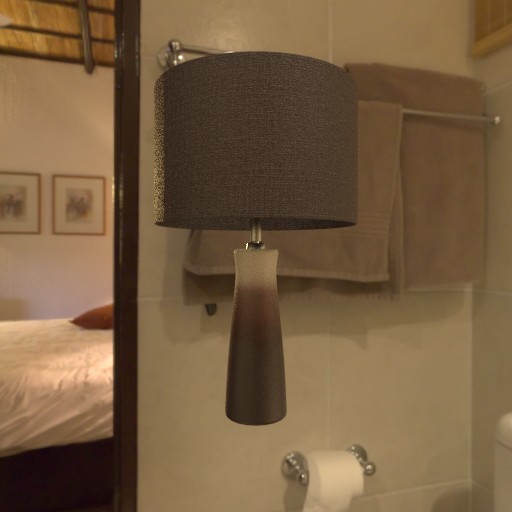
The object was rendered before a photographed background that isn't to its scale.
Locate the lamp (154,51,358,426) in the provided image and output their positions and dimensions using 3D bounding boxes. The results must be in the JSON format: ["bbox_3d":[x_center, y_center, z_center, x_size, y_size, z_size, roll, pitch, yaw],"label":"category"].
[{"bbox_3d":[0.000,0.000,0.678,0.303,0.488,0.303,0,0,0],"label":"lamp"}]
